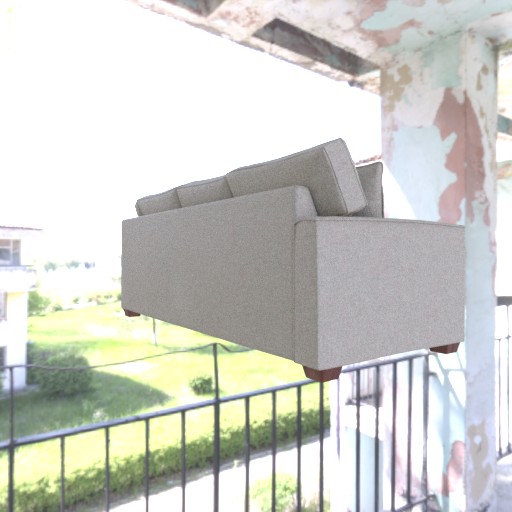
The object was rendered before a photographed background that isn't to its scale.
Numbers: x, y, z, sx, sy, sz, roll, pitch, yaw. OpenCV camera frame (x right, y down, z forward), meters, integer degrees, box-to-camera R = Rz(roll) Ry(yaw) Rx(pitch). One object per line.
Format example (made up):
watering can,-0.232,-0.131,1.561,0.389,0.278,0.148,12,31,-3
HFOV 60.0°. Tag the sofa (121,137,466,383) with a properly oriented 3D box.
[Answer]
sofa,0.000,0.000,2.881,1.061,0.962,2.317,0,0,-35
